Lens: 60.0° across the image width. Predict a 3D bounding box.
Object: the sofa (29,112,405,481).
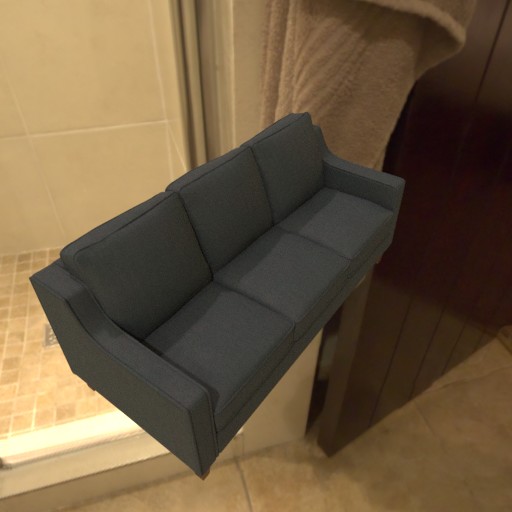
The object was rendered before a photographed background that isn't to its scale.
[{"bbox_3d":[0.000,0.000,2.466,0.911,0.974,1.986,26,47,27],"label":"sofa"}]
